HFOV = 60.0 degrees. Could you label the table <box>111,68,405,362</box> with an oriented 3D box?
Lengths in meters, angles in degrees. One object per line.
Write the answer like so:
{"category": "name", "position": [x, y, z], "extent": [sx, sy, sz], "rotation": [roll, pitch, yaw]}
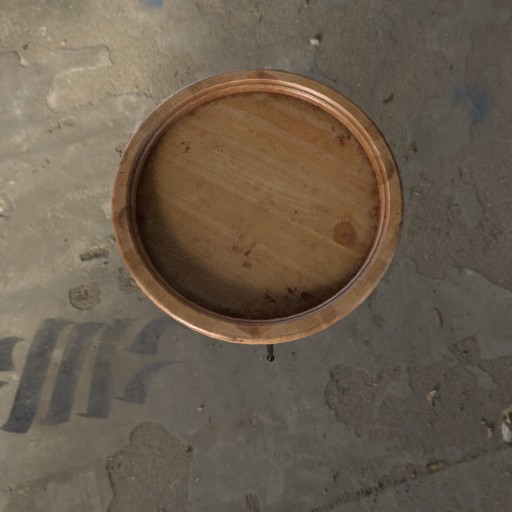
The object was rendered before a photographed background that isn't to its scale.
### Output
{"category": "table", "position": [0.000, 0.000, 0.935], "extent": [0.414, 0.664, 0.418], "rotation": [3, 76, 1]}
